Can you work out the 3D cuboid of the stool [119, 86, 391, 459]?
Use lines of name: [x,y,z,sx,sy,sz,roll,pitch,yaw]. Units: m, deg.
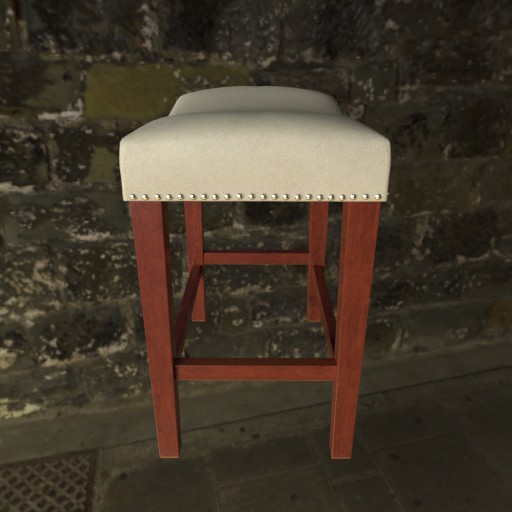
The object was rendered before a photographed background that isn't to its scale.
stool: [0.000,0.000,0.930,0.375,0.632,0.509,0,26,0]
